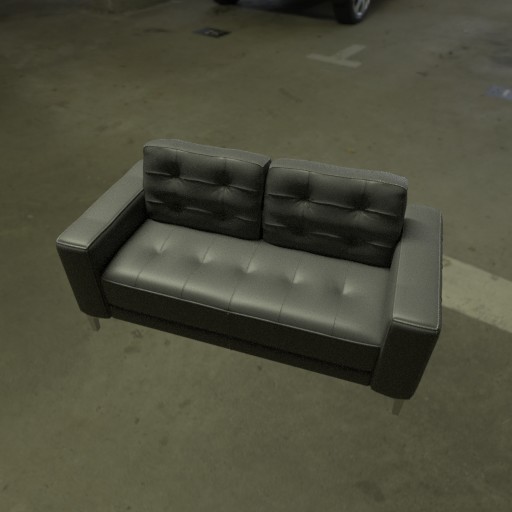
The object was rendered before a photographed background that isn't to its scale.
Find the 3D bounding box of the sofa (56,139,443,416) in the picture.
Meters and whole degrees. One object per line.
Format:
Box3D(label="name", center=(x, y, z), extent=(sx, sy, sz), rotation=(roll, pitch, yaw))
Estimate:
Box3D(label="sofa", center=(0.000, 0.000, 2.239), extent=(1.726, 0.892, 0.833), rotation=(12, 42, 14))
